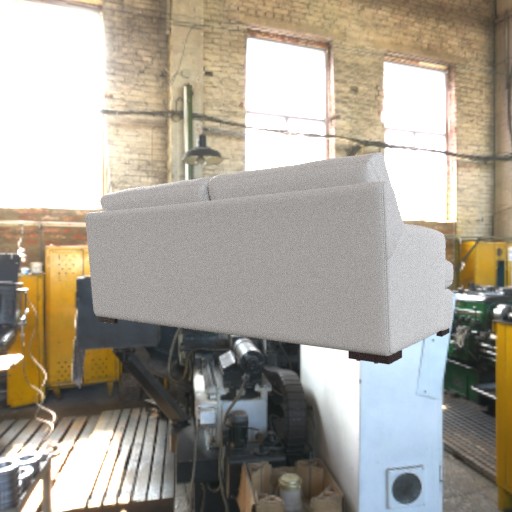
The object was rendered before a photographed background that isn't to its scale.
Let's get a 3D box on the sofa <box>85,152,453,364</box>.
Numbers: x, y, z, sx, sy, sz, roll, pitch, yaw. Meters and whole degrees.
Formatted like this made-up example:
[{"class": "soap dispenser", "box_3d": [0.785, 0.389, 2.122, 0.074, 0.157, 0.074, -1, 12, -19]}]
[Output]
[{"class": "sofa", "box_3d": [0.000, 0.000, 2.898, 2.261, 0.940, 1.143, 0, 0, 37]}]
